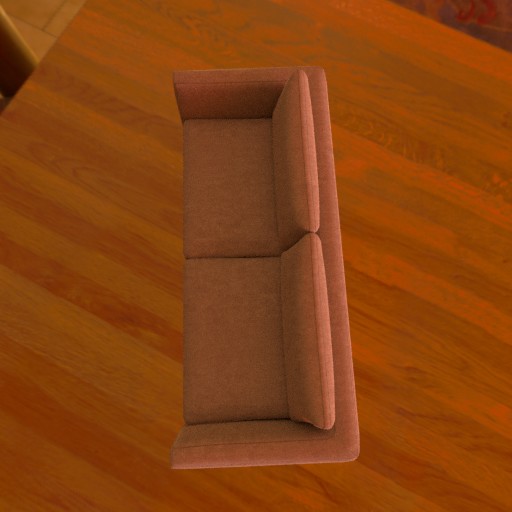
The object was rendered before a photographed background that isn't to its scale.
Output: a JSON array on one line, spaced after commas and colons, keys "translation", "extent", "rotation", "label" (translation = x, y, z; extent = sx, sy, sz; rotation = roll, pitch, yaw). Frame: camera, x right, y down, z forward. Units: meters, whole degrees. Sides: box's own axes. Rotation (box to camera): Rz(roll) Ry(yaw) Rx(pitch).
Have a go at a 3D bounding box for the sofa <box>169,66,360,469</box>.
[{"translation": [0.000, 0.000, 2.534], "extent": [0.889, 0.864, 2.121], "rotation": [-2, 76, -1], "label": "sofa"}]
